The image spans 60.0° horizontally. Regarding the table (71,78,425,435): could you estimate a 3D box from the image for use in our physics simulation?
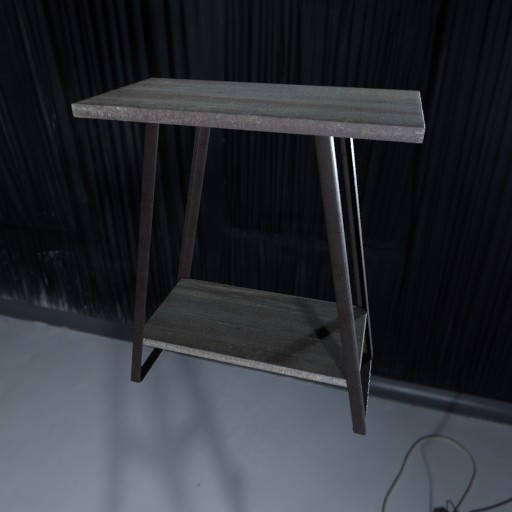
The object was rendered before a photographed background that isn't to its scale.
[{"bbox_3d":[0.000,0.000,1.019,0.599,0.701,0.300,8,32,14],"label":"table"}]
